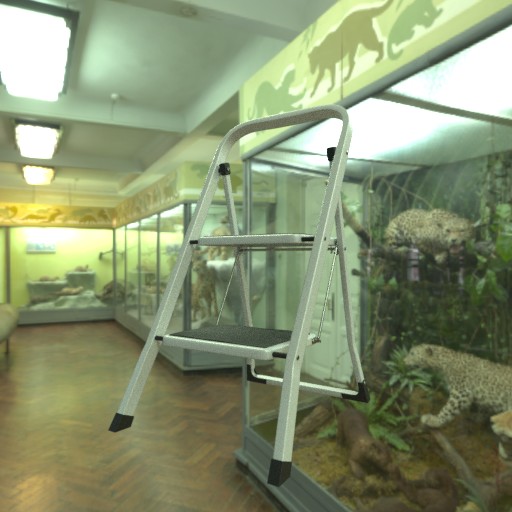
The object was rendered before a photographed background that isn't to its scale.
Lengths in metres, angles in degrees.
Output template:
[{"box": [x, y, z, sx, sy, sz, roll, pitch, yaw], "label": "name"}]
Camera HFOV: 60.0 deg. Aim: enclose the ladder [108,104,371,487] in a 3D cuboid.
[{"box": [0.000, 0.000, 1.127, 0.460, 0.810, 0.544, 0, 0, 34], "label": "ladder"}]
